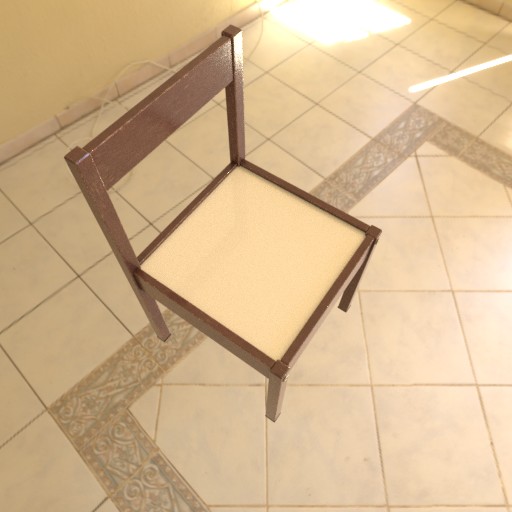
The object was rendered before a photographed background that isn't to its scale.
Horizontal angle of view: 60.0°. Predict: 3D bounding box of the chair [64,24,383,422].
[{"bbox_3d":[0.000,0.000,0.684,0.285,0.505,0.285,31,64,17],"label":"chair"}]
